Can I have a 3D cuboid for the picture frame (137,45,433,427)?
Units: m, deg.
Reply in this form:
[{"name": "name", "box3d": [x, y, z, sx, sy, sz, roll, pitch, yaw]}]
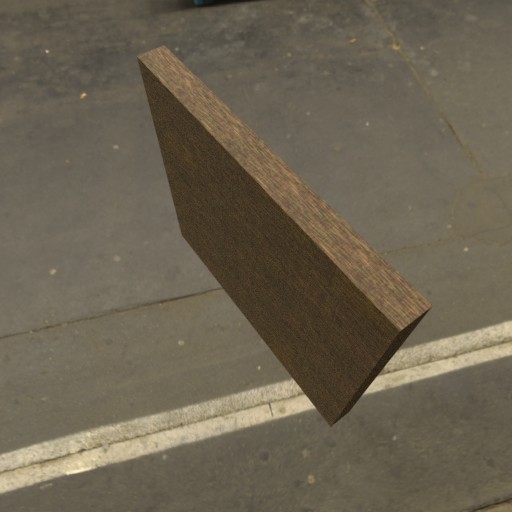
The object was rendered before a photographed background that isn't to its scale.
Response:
[{"name": "picture frame", "box3d": [0.000, 0.000, 0.528, 0.033, 0.330, 0.378, -32, 63, -18]}]
